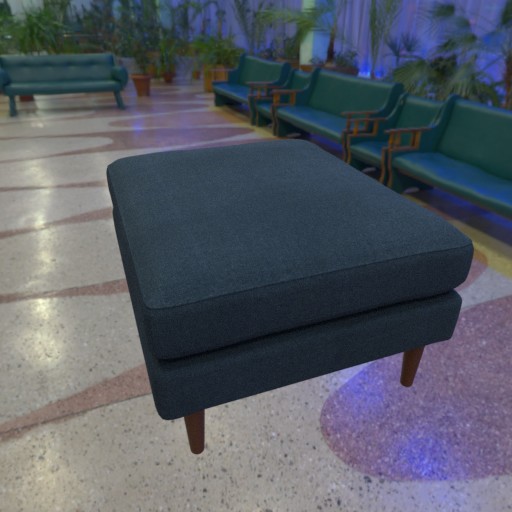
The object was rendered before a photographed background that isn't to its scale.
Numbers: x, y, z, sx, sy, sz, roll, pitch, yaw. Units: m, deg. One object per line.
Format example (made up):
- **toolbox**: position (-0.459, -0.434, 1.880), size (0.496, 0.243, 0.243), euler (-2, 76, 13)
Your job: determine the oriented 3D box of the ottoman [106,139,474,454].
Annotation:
- **ottoman**: position (0.000, 0.000, 1.220), size (0.693, 0.474, 0.821), euler (-11, 31, -18)
